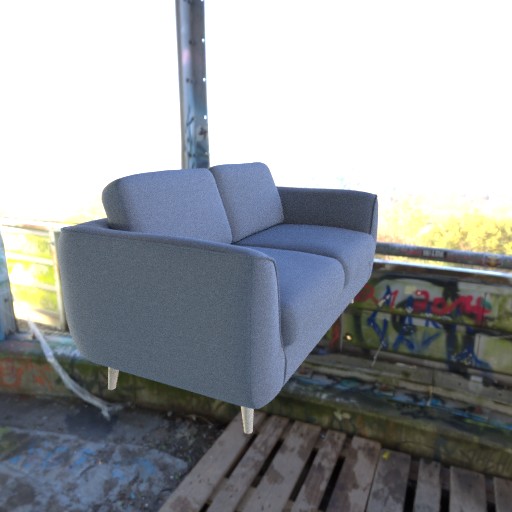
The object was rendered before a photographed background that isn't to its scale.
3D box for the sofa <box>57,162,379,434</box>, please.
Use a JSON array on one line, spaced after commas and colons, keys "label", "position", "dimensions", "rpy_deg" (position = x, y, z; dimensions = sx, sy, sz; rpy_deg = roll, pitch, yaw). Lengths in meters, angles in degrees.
[{"label": "sofa", "position": [0.000, 0.000, 2.165], "dimensions": [0.920, 0.850, 1.700], "rpy_deg": [7, 17, 25]}]
